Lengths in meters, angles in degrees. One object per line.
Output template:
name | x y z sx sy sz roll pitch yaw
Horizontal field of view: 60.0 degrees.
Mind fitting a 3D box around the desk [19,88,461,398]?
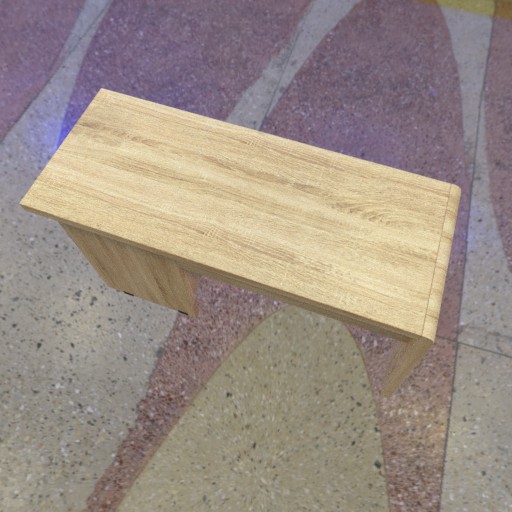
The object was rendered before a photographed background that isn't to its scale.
desk | 0.000 0.000 1.642 1.300 0.750 0.500 18 65 9
